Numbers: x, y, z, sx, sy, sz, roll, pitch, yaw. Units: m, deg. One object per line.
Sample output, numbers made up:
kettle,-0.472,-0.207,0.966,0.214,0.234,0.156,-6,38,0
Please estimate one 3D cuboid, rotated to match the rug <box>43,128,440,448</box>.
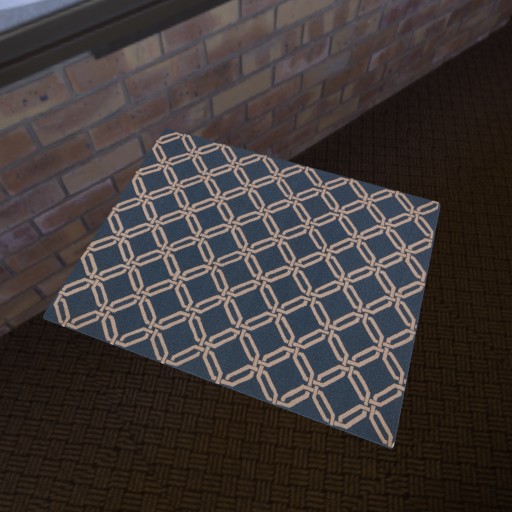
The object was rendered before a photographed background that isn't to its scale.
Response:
rug,0.000,0.000,3.871,2.867,0.020,2.277,17,61,10
